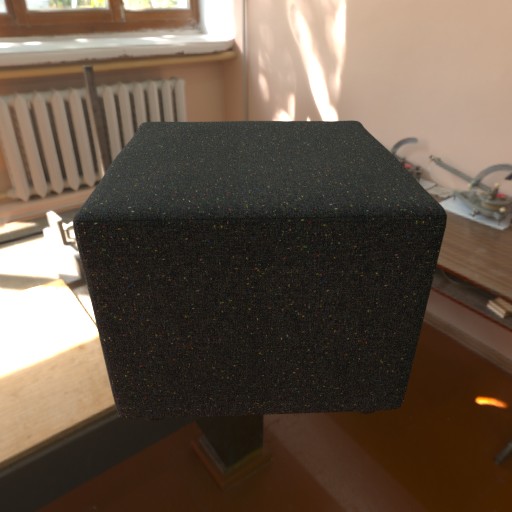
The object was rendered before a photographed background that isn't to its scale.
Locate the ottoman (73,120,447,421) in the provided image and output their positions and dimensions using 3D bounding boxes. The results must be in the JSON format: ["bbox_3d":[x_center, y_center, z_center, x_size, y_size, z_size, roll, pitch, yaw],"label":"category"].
[{"bbox_3d":[0.000,0.000,0.878,0.508,0.432,0.508,-1,30,-2],"label":"ottoman"}]
